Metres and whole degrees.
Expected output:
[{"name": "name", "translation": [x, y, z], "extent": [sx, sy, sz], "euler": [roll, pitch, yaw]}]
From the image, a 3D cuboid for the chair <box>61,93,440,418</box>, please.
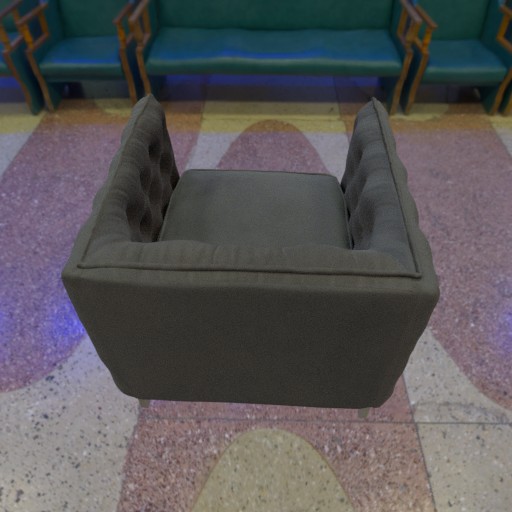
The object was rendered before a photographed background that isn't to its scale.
[{"name": "chair", "translation": [0.000, 0.000, 1.595], "extent": [0.946, 0.807, 0.913], "euler": [2, 47, 2]}]
